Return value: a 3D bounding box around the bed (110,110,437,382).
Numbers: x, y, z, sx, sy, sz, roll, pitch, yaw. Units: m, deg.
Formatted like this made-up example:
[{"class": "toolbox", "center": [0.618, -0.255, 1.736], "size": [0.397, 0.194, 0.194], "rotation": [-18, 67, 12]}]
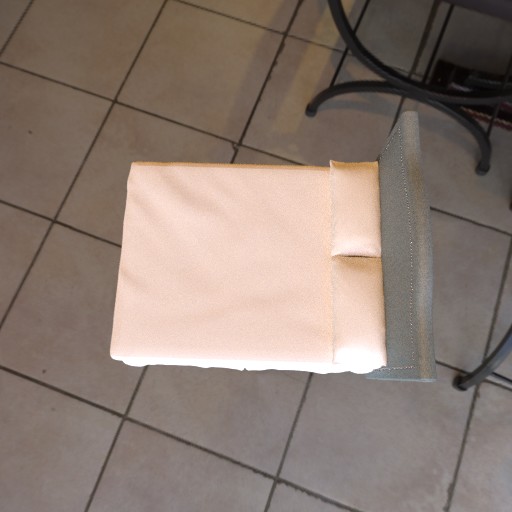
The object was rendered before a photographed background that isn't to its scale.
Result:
[{"class": "bed", "center": [0.000, 0.000, 3.353], "size": [2.143, 1.460, 1.753], "rotation": [2, 75, 0]}]
